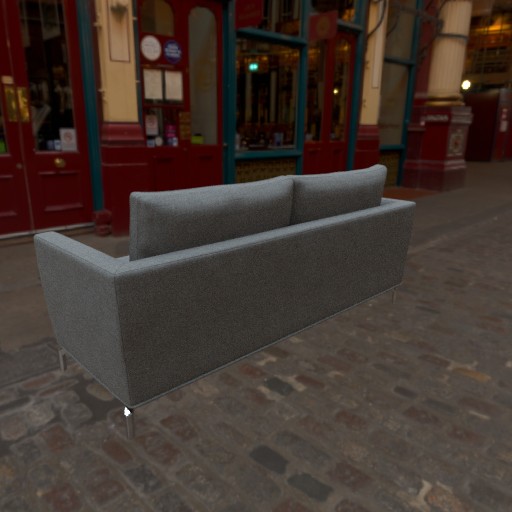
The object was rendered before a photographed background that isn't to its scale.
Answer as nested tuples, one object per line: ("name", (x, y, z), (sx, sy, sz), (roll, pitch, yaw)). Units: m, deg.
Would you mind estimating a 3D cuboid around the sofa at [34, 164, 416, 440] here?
("sofa", (0.000, 0.000, 2.653), (2.212, 1.002, 0.869), (-15, 22, -41))
